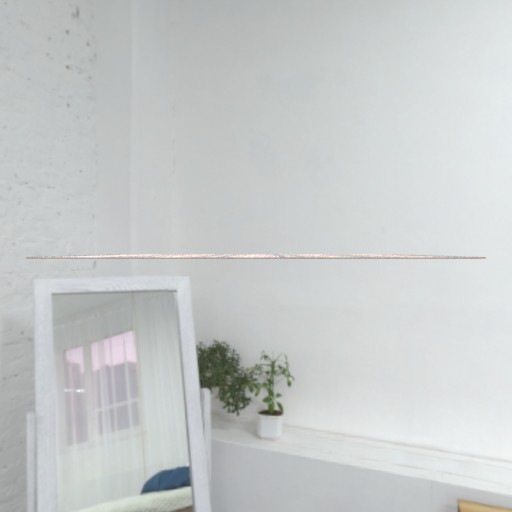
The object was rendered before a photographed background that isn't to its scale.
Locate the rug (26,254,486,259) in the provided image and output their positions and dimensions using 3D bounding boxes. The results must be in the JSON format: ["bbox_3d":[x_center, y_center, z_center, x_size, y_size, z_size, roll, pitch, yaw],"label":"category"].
[{"bbox_3d":[0.000,0.000,3.097,2.440,0.010,1.545,0,1,1],"label":"rug"}]
